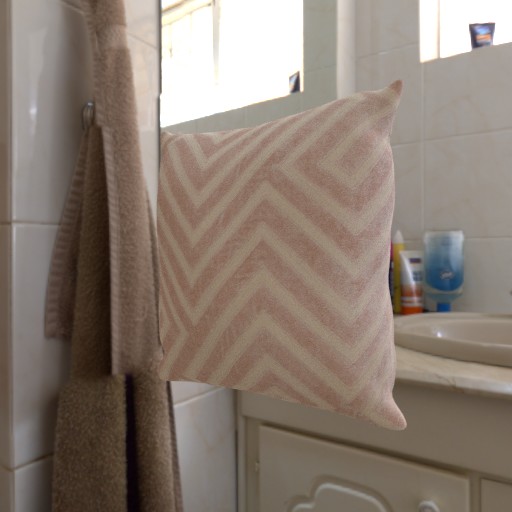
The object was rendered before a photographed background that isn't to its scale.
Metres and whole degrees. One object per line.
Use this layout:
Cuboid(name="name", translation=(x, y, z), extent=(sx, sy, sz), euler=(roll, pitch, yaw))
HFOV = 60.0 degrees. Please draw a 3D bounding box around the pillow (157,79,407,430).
Cuboid(name="pillow", translation=(0.000, 0.000, 0.661), extent=(0.440, 0.441, 0.182), euler=(0, 0, 36))
